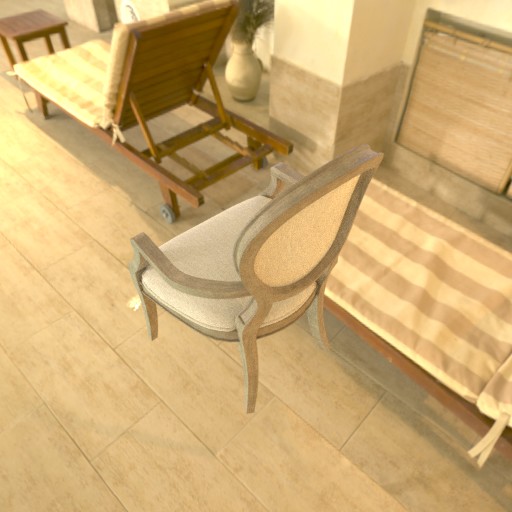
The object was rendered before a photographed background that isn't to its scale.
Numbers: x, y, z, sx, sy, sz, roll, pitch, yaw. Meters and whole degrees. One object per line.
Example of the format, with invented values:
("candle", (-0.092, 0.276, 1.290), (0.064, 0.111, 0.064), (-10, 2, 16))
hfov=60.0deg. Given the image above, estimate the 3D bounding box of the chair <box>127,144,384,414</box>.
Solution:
("chair", (0.000, 0.000, 1.386), (0.611, 0.991, 0.602), (-32, 54, -27))
